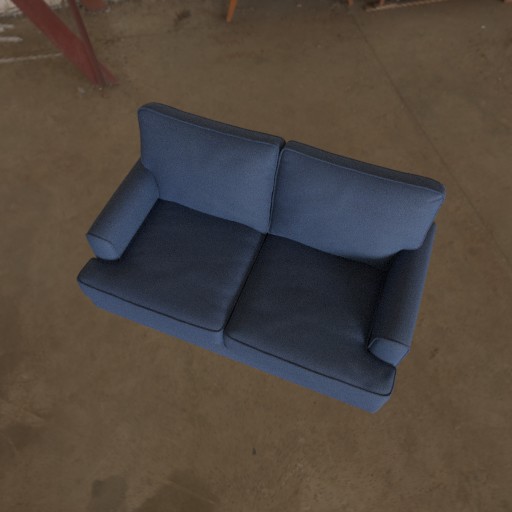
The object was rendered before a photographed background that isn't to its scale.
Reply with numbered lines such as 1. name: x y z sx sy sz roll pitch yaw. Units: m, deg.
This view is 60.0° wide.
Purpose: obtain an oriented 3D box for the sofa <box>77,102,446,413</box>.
1. sofa: 0.000 0.000 2.281 1.651 0.965 0.965 18 61 11
